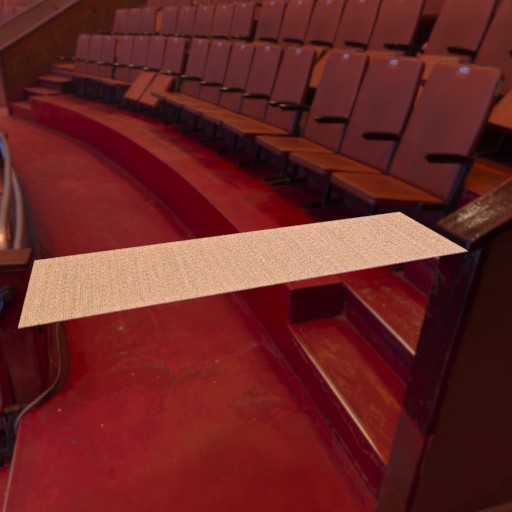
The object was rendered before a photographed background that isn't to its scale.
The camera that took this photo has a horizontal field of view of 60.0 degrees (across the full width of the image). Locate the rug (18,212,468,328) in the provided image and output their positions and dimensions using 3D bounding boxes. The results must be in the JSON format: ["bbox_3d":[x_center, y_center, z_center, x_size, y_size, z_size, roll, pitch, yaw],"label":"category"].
[{"bbox_3d":[0.000,0.000,2.589,2.437,0.006,0.686,-9,28,-17],"label":"rug"}]
